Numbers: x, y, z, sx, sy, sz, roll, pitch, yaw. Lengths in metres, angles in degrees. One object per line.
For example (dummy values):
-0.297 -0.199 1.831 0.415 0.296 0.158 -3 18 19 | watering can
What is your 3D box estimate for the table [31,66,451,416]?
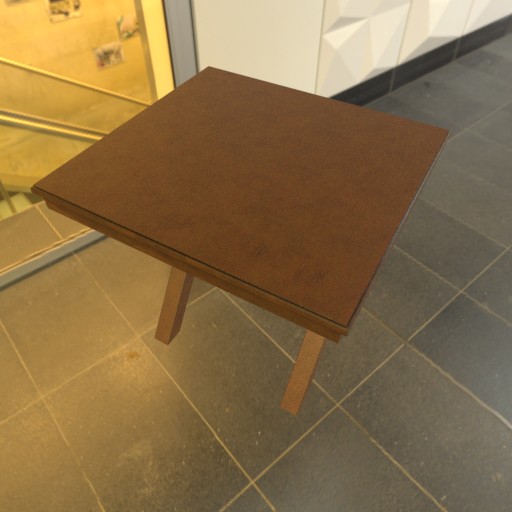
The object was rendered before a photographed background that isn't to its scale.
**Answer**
0.000 0.000 1.050 0.602 0.562 0.560 23 51 20 | table
